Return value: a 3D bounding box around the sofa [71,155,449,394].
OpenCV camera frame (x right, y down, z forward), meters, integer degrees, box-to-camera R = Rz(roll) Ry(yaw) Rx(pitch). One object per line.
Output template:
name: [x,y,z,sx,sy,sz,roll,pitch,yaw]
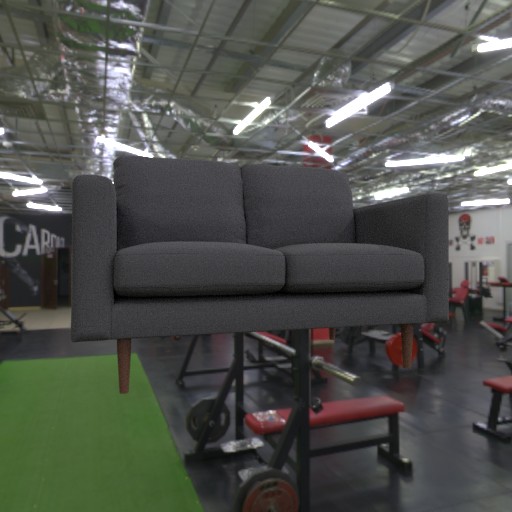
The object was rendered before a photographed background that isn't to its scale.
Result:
sofa: [0.000,0.000,1.926,1.430,0.908,0.796,0,0,-17]
